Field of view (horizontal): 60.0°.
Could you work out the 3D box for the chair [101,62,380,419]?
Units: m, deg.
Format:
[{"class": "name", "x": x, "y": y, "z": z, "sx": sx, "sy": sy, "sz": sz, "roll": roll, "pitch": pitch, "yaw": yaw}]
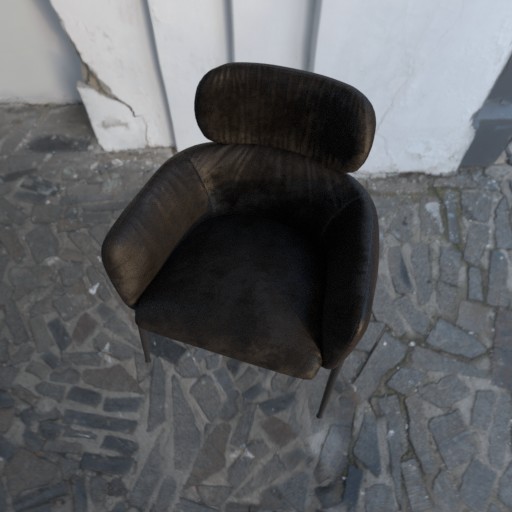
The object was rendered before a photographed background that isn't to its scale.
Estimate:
[{"class": "chair", "x": 0.000, "y": 0.000, "z": 1.260, "sx": 0.640, "sy": 0.818, "sz": 0.604, "roll": 15, "pitch": 60, "yaw": 9}]
